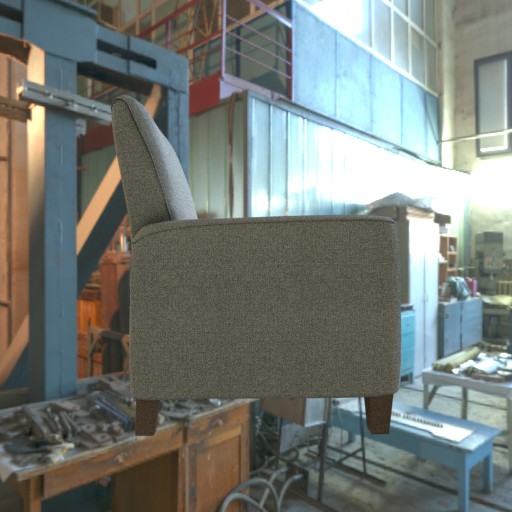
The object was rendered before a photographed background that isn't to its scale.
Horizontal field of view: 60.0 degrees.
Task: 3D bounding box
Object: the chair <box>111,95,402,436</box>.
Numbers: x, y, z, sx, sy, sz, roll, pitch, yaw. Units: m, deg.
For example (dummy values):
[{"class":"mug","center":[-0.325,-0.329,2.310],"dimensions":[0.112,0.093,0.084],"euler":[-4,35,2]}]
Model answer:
[{"class":"chair","center":[0.000,0.000,1.622],"dimensions":[0.864,1.014,0.848],"euler":[0,0,-1]}]
